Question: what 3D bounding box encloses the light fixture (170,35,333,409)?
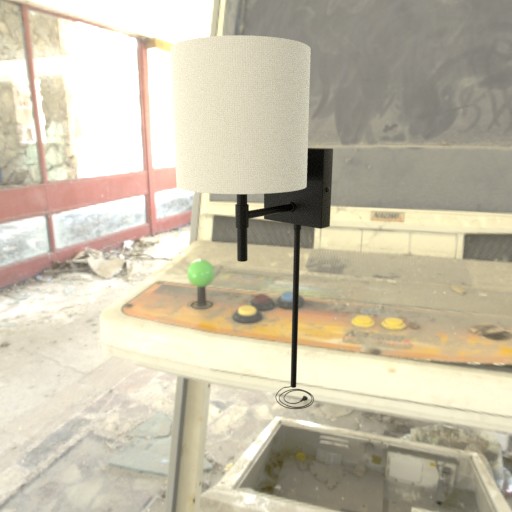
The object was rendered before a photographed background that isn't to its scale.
[{"bbox_3d":[0.000,0.000,0.699,0.188,0.589,0.248,14,21,42],"label":"light fixture"}]
